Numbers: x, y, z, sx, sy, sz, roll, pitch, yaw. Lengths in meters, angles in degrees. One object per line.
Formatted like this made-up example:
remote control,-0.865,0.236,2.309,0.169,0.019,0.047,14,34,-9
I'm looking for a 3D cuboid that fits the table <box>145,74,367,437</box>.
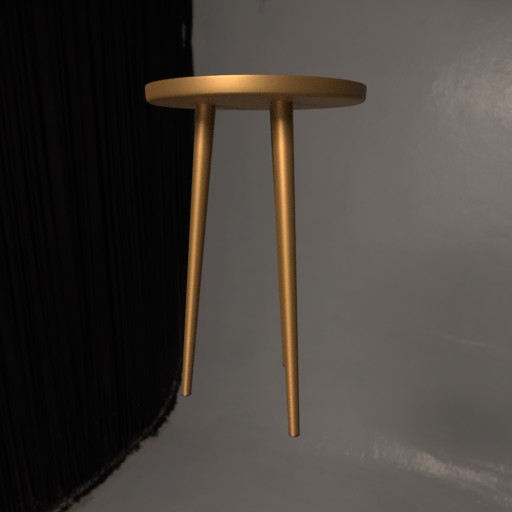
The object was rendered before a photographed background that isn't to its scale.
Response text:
table,0.000,0.000,0.677,0.299,0.480,0.299,8,17,27
